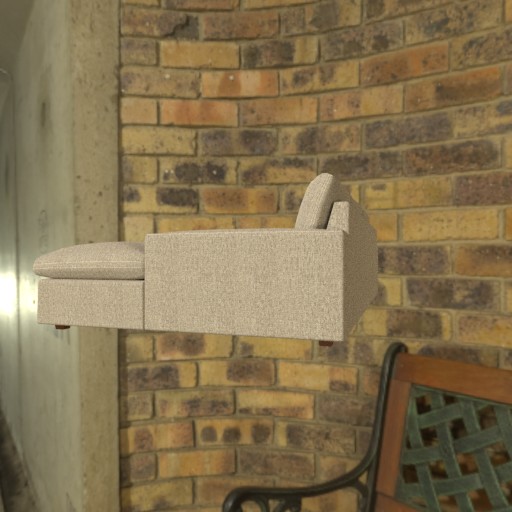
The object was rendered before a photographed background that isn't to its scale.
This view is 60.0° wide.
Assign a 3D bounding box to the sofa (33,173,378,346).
[{"bbox_3d":[0.000,0.000,3.440,1.689,0.813,2.718,0,0,18],"label":"sofa"}]
